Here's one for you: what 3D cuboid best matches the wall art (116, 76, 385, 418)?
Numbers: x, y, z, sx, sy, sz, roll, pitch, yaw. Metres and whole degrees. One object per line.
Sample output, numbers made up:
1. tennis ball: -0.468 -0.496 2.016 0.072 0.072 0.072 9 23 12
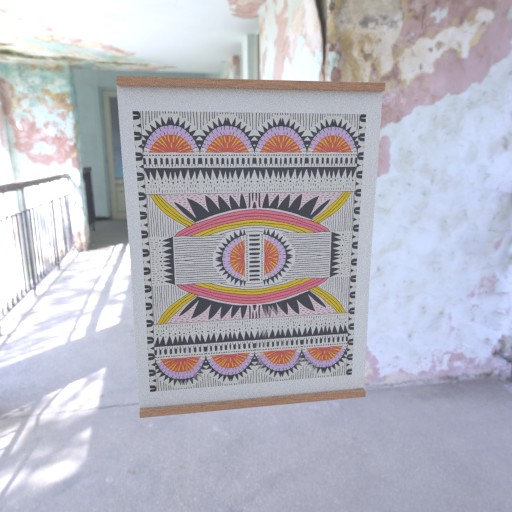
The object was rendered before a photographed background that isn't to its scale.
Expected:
1. wall art: 0.000 0.000 0.821 0.456 0.609 0.028 -2 14 -9
